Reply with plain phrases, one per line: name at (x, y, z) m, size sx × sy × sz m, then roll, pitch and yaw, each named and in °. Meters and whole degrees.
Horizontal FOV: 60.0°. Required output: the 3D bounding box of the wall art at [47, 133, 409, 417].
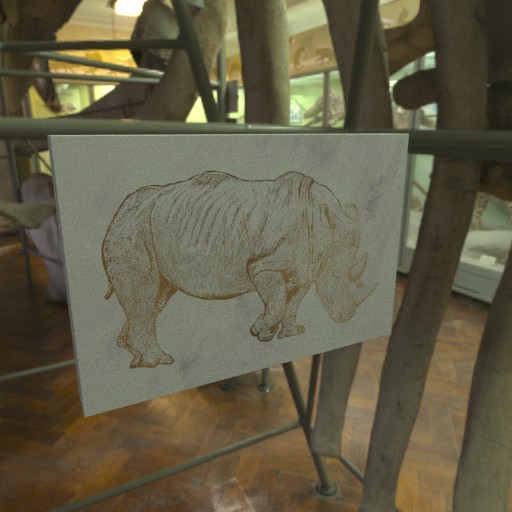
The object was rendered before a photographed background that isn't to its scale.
wall art at (0.000, 0.000, 0.480) m, size 0.381 × 0.254 × 0.038 m, roll -8°, pitch 18°, yaw -26°
